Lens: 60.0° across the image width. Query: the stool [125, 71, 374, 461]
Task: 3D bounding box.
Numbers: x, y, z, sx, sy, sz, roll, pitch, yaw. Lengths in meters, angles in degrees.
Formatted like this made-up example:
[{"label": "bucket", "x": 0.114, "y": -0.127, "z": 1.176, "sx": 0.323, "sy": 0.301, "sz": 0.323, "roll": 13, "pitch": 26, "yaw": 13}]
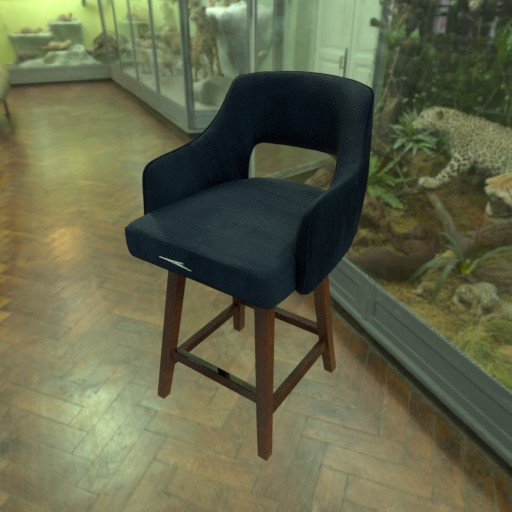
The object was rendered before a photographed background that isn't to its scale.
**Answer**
[{"label": "stool", "x": 0.000, "y": 0.000, "z": 1.285, "sx": 0.550, "sy": 0.940, "sz": 0.560, "roll": 19, "pitch": 34, "yaw": 29}]
